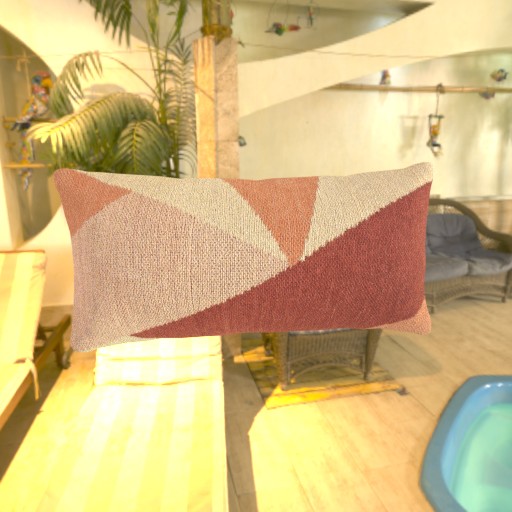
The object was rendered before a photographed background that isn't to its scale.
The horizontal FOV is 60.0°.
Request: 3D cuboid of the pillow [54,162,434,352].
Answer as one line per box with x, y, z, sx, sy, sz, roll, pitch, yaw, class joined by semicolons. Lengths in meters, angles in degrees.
0.000;0.000;0.718;0.609;0.292;0.155;-2;15;-7;pillow
